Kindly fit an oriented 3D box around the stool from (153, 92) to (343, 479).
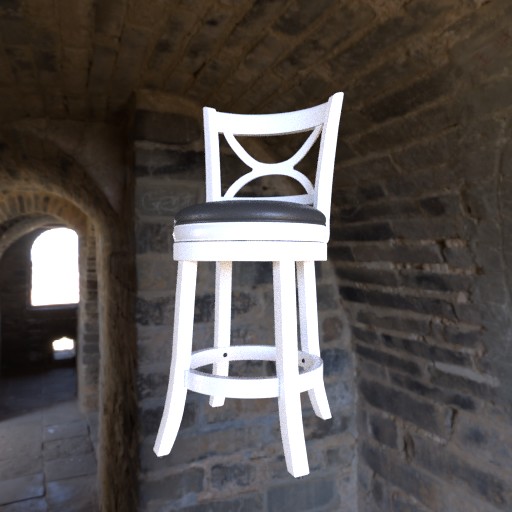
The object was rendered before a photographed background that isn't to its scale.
[{"bbox_3d":[0.000,0.000,1.222,0.444,0.953,0.508,0,0,17],"label":"stool"}]
